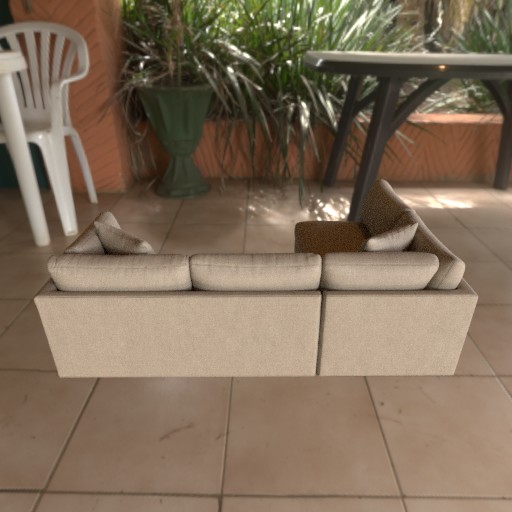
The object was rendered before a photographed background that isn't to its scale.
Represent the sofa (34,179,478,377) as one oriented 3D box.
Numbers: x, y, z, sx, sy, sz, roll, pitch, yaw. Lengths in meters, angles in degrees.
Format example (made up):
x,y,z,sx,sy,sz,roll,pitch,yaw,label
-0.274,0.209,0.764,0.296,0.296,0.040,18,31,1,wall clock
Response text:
x,y,z,sx,sy,sz,roll,pitch,yaw,label
0.000,0.000,3.843,2.896,0.978,1.994,0,26,0,sofa
